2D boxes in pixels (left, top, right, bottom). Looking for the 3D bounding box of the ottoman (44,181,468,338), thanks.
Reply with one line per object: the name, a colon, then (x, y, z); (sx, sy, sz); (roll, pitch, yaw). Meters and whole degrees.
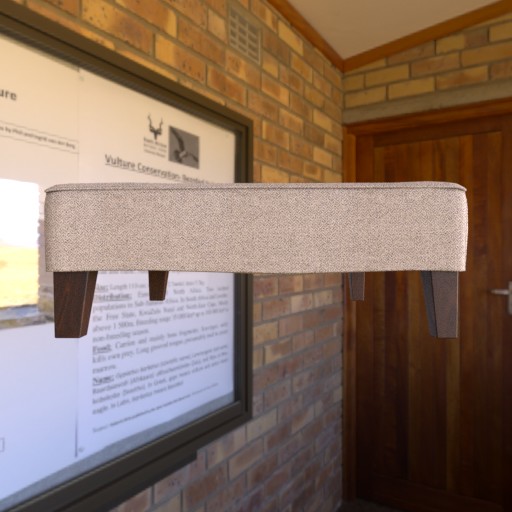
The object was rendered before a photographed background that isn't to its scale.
ottoman: (0.000, 0.000, 1.480); (0.973, 0.381, 0.982); (0, 0, 0)
